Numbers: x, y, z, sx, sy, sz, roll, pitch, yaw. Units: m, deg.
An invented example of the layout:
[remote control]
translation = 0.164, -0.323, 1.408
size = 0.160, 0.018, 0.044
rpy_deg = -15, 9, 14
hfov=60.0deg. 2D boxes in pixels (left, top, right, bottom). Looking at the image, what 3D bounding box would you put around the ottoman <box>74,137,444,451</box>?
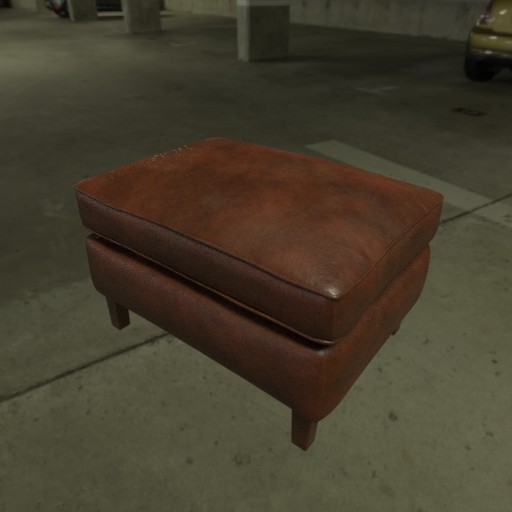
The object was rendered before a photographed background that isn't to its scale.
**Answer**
[ottoman]
translation = 0.000, 0.000, 1.013
size = 0.665, 0.432, 0.501
rpy_deg = 22, 38, 32
